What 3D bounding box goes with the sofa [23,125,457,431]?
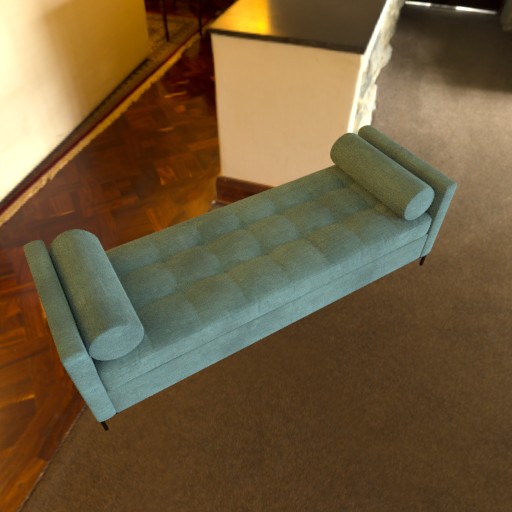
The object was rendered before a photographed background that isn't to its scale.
[{"bbox_3d":[0.000,0.000,2.301,1.981,0.635,0.686,-23,51,-21],"label":"sofa"}]
